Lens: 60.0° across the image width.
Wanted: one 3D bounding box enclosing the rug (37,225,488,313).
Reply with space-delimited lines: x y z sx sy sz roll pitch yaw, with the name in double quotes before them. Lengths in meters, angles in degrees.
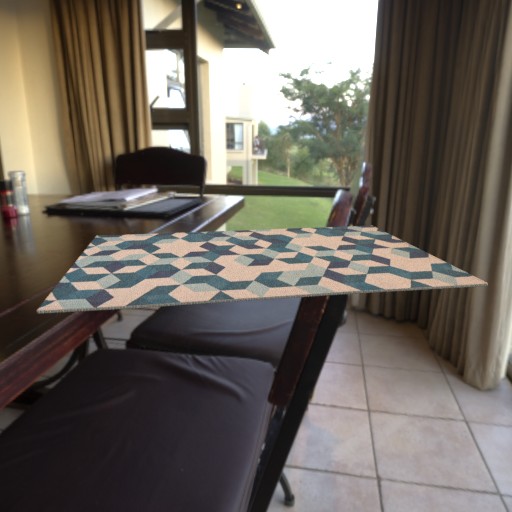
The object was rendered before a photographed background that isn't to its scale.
"rug" 0.000 0.000 2.344 1.829 0.014 1.235 -3 16 -9
